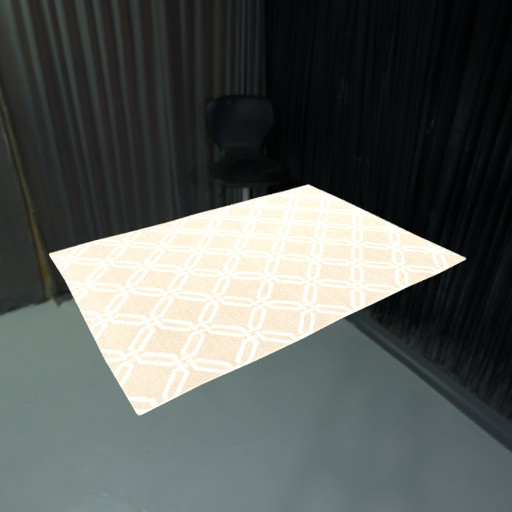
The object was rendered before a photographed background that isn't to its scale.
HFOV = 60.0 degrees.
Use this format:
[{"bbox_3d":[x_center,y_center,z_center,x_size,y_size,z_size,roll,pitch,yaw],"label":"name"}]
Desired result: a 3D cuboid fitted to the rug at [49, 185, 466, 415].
[{"bbox_3d":[0.000,0.000,2.757,2.135,0.013,1.524,-19,35,-29],"label":"rug"}]
